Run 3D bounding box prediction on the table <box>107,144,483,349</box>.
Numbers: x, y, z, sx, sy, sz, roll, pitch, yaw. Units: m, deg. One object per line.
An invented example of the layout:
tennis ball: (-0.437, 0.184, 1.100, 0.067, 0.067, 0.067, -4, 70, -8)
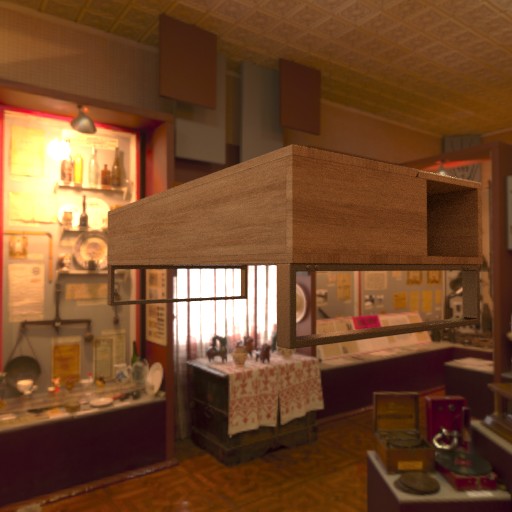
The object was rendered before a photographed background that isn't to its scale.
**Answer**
table: (0.000, 0.000, 1.376, 0.600, 0.350, 1.100, 1, -2, -34)
